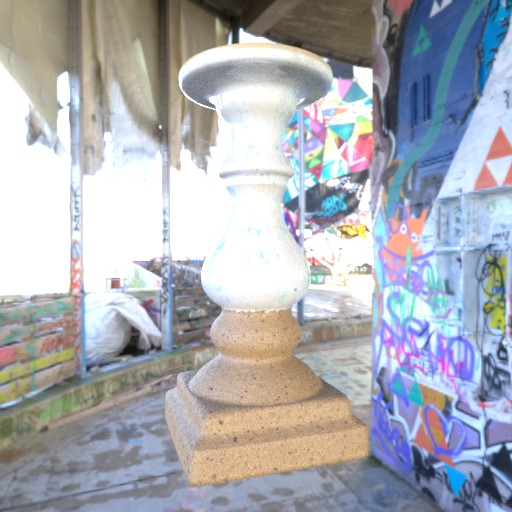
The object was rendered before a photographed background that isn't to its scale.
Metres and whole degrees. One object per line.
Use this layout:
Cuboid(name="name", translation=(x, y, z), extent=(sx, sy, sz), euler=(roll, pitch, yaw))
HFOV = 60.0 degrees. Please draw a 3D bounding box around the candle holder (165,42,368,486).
Cuboid(name="candle holder", translation=(0.000, 0.000, 0.297), extent=(0.110, 0.239, 0.110), euler=(0, 1, -19))
